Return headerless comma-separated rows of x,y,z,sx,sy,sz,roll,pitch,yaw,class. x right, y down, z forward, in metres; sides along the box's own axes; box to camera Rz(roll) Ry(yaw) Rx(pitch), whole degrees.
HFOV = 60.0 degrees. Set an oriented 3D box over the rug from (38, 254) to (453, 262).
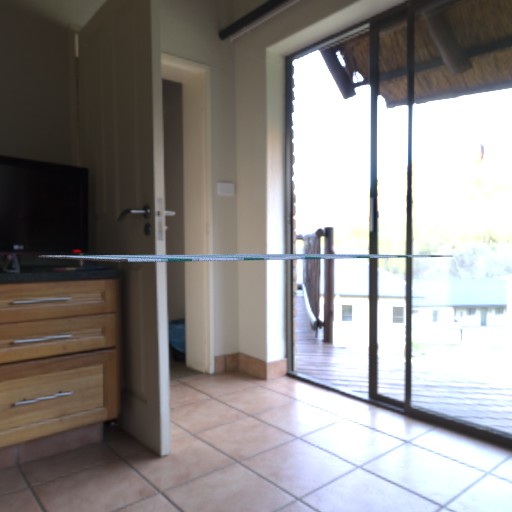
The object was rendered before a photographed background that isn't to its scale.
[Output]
0.000,0.000,3.052,2.436,0.015,1.521,-1,1,-38,rug
